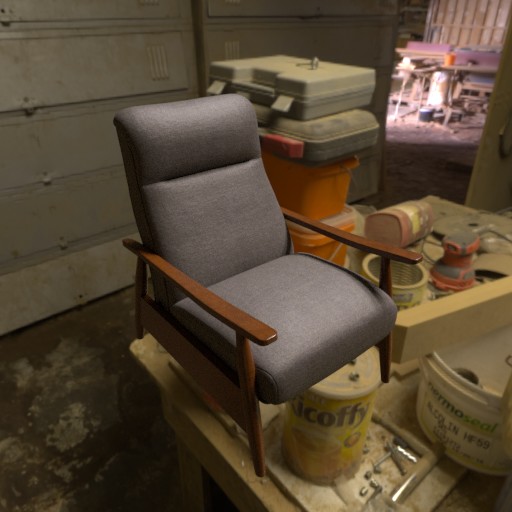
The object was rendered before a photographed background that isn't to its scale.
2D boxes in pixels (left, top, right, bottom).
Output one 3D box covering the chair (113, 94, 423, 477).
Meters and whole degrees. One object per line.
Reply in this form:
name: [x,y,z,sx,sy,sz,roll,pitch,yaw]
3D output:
chair: [0.000,0.000,1.786,0.762,1.081,1.014,-21,36,-33]
